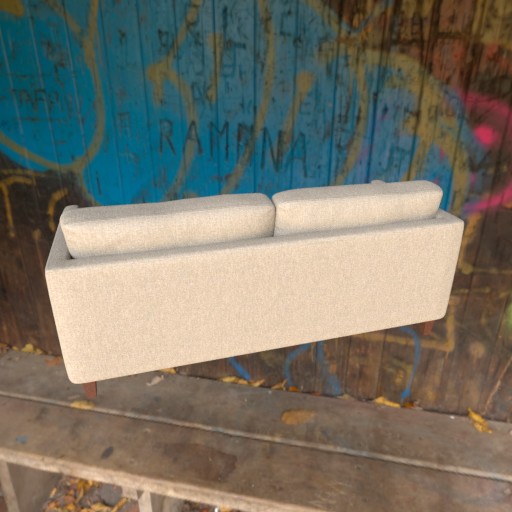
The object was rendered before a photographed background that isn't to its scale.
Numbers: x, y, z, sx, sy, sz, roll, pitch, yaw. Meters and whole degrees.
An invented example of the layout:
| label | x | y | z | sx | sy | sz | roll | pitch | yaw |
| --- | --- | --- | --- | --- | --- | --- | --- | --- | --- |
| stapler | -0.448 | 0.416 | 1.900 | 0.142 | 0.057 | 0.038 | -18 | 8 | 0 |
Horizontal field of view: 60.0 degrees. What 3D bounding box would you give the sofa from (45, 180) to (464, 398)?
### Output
| label | x | y | z | sx | sy | sz | roll | pitch | yaw |
| --- | --- | --- | --- | --- | --- | --- | --- | --- | --- |
| sofa | 0.000 | 0.000 | 2.717 | 2.208 | 0.963 | 0.956 | -7 | 26 | -15 |
